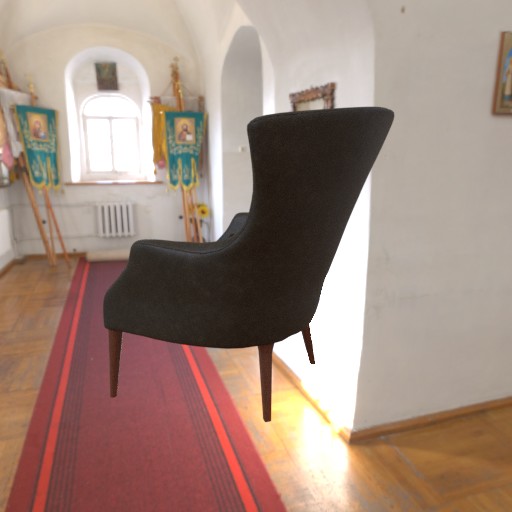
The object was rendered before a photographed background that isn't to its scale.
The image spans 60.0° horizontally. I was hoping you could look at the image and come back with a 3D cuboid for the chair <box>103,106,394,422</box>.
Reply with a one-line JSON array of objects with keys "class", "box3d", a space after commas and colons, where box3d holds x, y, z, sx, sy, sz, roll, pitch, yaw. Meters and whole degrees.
[{"class": "chair", "box3d": [0.000, 0.000, 1.734, 0.954, 1.068, 0.819, 7, 16, 26]}]
